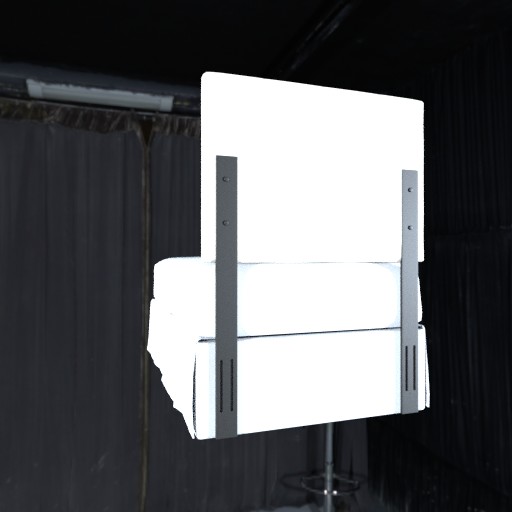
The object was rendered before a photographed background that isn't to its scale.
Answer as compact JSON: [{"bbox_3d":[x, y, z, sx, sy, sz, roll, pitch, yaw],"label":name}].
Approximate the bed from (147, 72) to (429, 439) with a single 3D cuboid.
[{"bbox_3d":[0.000,0.000,2.982,1.261,1.571,1.997,0,0,-19],"label":"bed"}]
